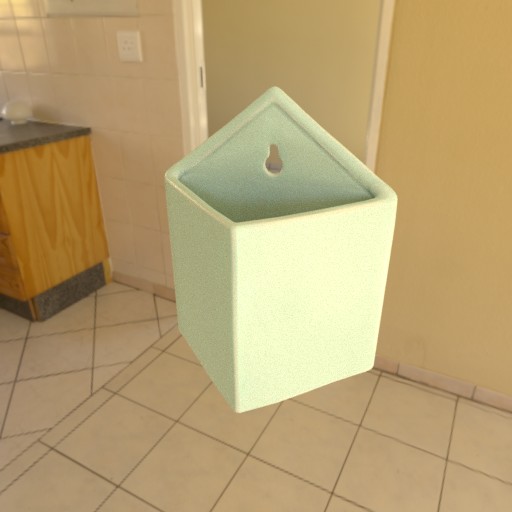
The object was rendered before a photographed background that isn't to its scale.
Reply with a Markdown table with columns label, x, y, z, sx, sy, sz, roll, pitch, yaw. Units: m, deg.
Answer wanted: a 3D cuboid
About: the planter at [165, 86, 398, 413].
| label | x | y | z | sx | sy | sz | roll | pitch | yaw |
| --- | --- | --- | --- | --- | --- | --- | --- | --- | --- |
| planter | 0.000 | 0.000 | 0.285 | 0.164 | 0.197 | 0.079 | 8 | 28 | 16 |
